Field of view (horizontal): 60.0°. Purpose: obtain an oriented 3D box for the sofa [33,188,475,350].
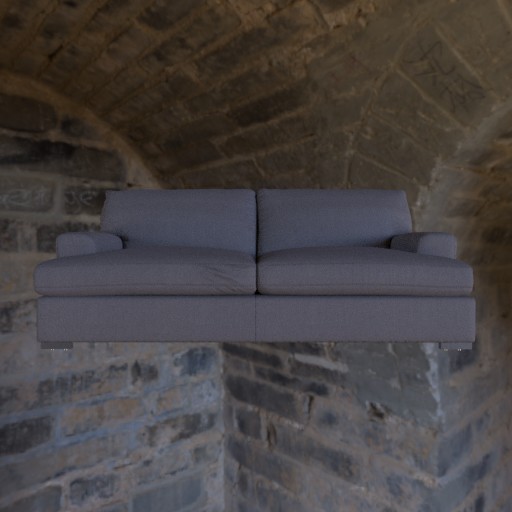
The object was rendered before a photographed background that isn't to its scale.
[{"bbox_3d":[0.000,0.000,2.754,2.271,0.950,1.140,0,0,0],"label":"sofa"}]
